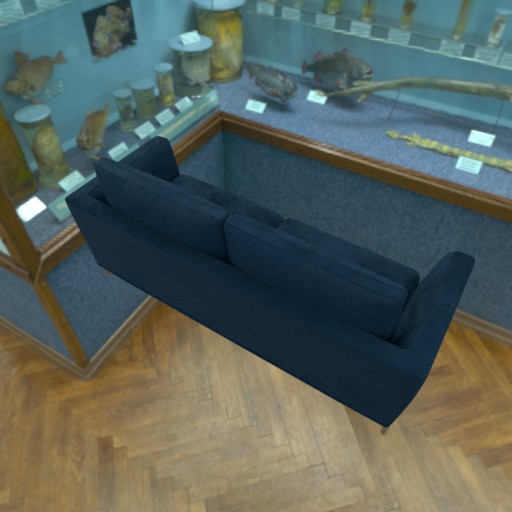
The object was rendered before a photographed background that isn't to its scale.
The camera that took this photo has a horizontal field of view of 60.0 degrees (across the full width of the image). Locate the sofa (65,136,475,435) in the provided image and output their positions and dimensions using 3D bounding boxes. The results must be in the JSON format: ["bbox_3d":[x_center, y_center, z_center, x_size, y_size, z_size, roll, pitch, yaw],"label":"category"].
[{"bbox_3d":[0.000,0.000,2.662,2.212,0.998,0.853,25,52,22],"label":"sofa"}]
